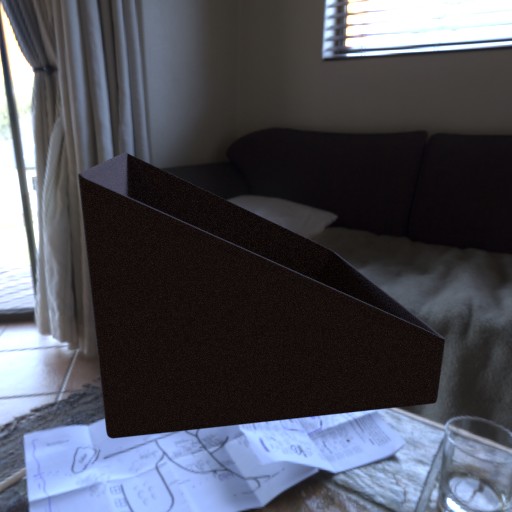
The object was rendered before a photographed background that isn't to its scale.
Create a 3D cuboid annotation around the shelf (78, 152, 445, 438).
[{"bbox_3d":[0.000,0.000,0.484,0.292,0.210,0.292,-3,16,-9],"label":"shelf"}]
